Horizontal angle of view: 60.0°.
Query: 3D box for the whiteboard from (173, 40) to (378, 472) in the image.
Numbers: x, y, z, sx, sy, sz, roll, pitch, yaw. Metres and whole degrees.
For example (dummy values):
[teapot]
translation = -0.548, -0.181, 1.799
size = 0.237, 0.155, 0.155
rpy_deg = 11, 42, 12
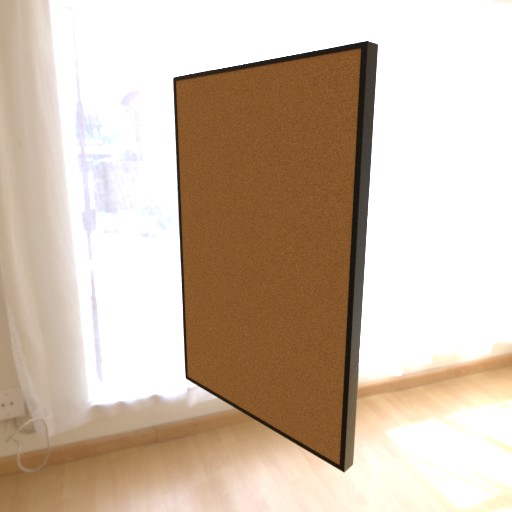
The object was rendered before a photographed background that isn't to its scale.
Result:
[whiteboard]
translation = 0.000, 0.000, 0.754
size = 0.406, 0.611, 0.026
rpy_deg = 13, 19, 43
